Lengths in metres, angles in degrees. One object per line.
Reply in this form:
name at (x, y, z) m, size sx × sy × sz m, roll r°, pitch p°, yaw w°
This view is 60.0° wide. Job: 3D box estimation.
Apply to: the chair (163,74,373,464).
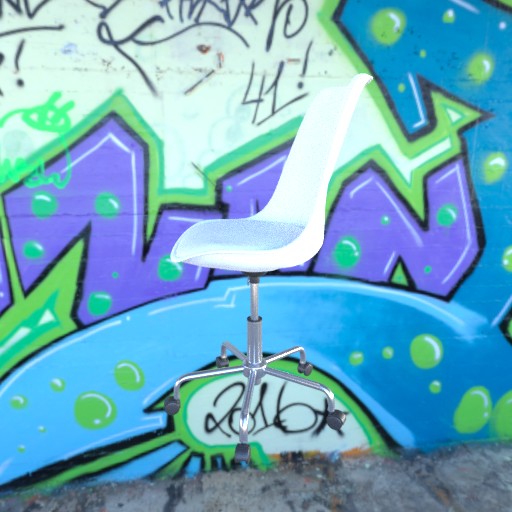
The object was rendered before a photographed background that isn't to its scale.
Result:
chair at (0.000, 0.000, 1.243) m, size 0.550 × 0.930 × 0.550 m, roll -2°, pitch 14°, yaw -9°
